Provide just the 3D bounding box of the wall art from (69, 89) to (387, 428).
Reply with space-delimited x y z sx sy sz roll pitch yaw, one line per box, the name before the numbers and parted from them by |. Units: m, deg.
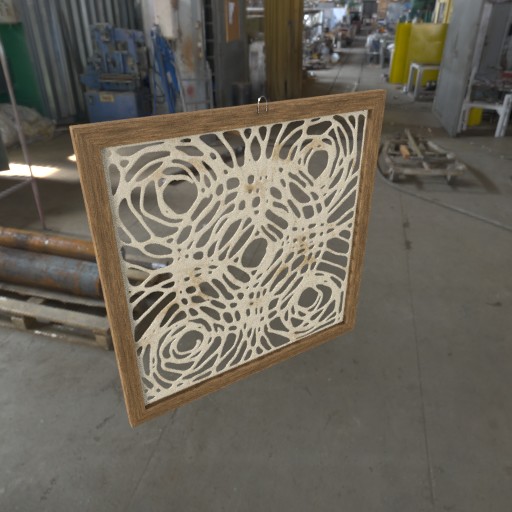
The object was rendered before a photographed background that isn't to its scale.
wall art | 0.000 0.000 0.832 0.561 0.576 0.021 -17 34 -27
